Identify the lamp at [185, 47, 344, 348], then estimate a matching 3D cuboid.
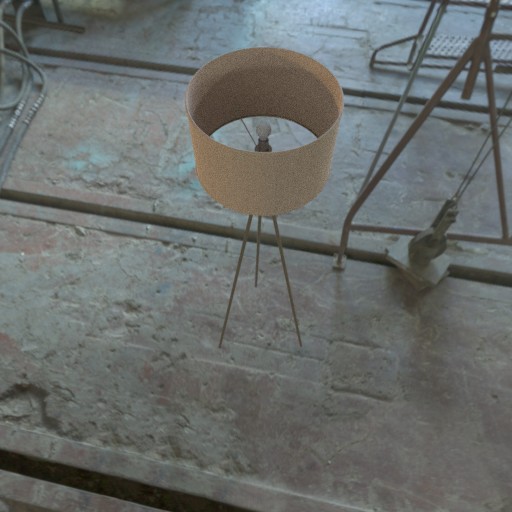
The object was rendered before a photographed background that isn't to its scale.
[{"bbox_3d":[0.000,0.000,1.788,0.460,1.545,0.449,-30,63,-17],"label":"lamp"}]
